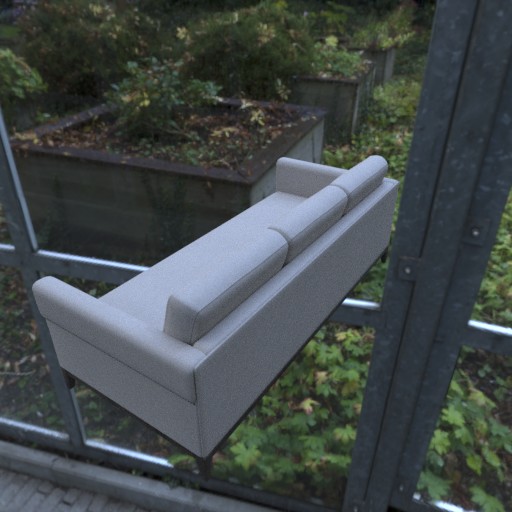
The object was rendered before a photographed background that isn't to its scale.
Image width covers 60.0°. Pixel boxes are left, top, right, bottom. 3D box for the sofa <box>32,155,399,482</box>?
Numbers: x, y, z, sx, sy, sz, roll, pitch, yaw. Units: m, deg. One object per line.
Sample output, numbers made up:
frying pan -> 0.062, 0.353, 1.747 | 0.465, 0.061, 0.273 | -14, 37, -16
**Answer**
sofa -> 0.000, 0.000, 2.654 | 0.959, 0.838, 2.210 | 19, 35, 29
